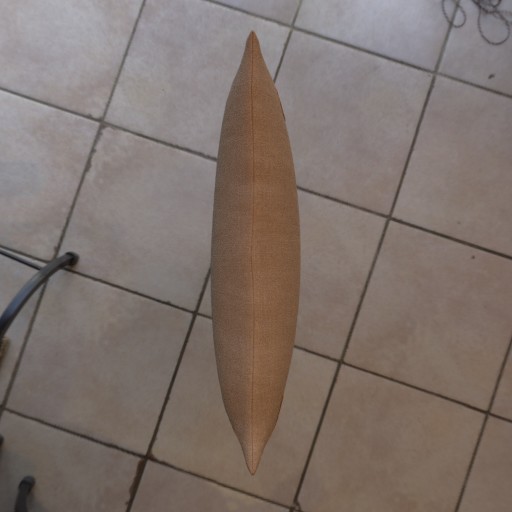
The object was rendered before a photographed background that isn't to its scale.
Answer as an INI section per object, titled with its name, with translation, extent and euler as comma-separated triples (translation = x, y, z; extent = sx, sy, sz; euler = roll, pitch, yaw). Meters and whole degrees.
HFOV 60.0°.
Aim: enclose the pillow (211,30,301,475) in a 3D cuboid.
[pillow]
translation = 0.000, 0.000, 0.745
extent = 0.148, 0.308, 0.612
euler = 0, 89, 1
